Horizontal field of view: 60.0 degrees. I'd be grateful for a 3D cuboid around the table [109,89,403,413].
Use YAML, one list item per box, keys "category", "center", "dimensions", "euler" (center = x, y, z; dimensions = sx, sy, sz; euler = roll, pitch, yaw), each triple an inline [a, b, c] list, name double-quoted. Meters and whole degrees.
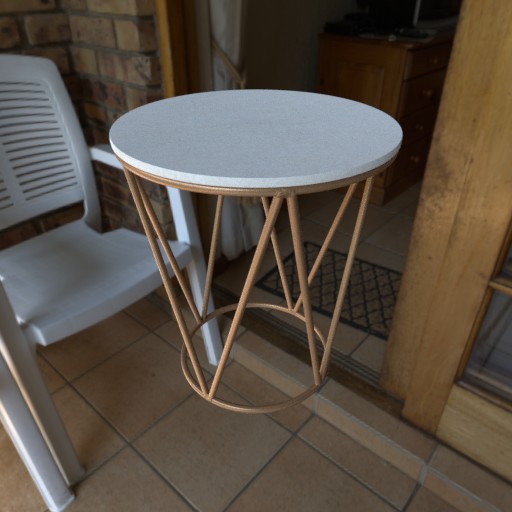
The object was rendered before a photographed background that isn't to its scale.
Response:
- category: "table"
  center: [0.000, 0.000, 0.936]
  dimensions: [0.500, 0.564, 0.500]
  euler: [0, 33, 0]
